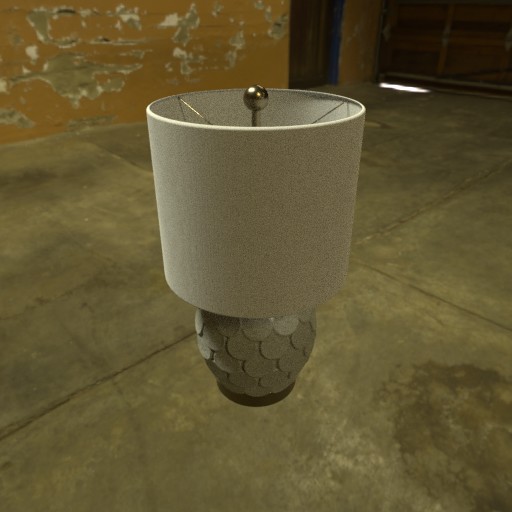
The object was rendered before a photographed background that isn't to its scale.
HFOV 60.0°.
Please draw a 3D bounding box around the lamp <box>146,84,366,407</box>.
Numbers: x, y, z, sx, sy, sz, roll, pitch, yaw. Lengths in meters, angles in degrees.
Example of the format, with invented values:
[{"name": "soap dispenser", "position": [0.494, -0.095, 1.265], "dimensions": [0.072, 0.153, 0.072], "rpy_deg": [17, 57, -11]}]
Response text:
[{"name": "lamp", "position": [0.000, 0.000, 0.622], "dimensions": [0.254, 0.452, 0.254], "rpy_deg": [0, 29, 0]}]
